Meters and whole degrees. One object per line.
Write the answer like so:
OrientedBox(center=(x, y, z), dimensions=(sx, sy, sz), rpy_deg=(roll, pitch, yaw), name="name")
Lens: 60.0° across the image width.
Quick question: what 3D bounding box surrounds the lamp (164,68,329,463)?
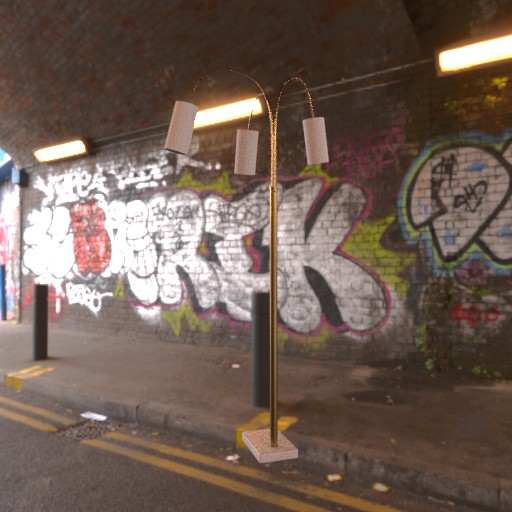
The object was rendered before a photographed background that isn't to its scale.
OrientedBox(center=(0.000, 0.000, 2.542), dimensions=(1.020, 2.055, 0.667), rpy_deg=(0, -1, -18), name="lamp")
